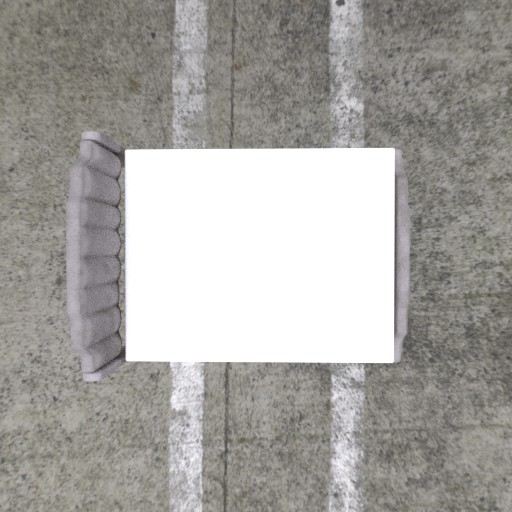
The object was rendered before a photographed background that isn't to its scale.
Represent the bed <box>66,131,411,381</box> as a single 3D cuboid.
[{"bbox_3d":[0.000,0.000,3.335,2.340,1.245,1.676,0,91,2],"label":"bed"}]
